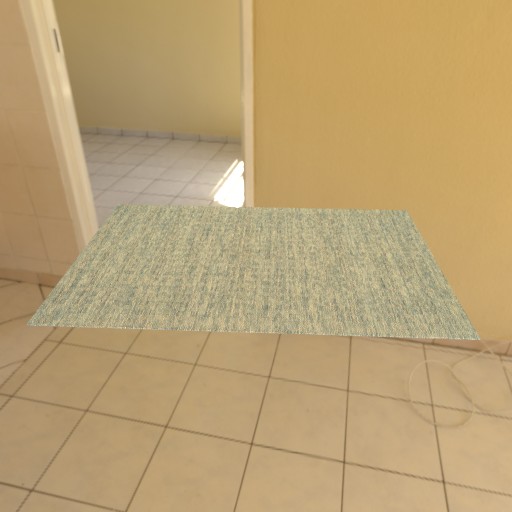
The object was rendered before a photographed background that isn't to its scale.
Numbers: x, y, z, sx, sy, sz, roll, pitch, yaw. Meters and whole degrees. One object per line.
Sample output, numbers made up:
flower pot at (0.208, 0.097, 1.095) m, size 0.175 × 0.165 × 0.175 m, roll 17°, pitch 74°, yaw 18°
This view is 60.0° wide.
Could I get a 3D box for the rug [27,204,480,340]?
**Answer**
rug at (0.000, 0.000, 2.199) m, size 1.752 × 0.006 × 1.142 m, roll 1°, pitch 31°, yaw 2°
